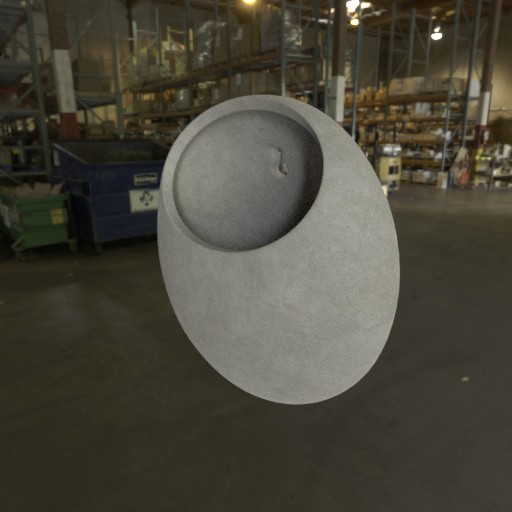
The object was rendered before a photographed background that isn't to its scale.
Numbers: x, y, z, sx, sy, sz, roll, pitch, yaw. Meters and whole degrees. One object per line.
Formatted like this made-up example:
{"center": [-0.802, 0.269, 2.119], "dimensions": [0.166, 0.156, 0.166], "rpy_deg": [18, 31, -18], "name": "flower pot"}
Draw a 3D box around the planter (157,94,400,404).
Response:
{"center": [0.000, 0.000, 0.274], "dimensions": [0.185, 0.188, 0.071], "rpy_deg": [14, 20, 41], "name": "planter"}
